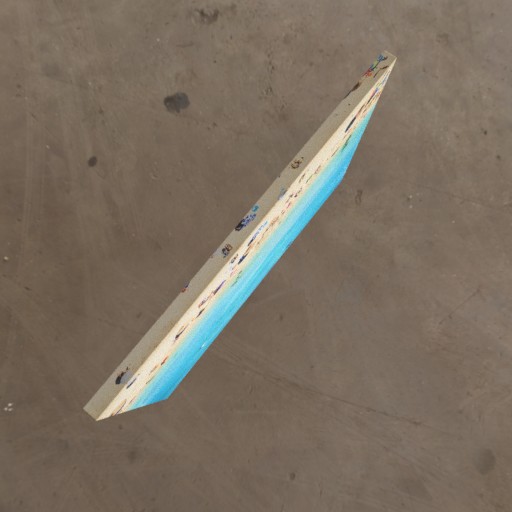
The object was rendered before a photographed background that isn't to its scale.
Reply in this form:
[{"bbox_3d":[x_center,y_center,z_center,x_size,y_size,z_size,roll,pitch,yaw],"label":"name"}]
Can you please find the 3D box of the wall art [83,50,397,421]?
[{"bbox_3d":[0.000,0.000,1.416,0.040,0.769,1.136,37,79,9],"label":"wall art"}]
